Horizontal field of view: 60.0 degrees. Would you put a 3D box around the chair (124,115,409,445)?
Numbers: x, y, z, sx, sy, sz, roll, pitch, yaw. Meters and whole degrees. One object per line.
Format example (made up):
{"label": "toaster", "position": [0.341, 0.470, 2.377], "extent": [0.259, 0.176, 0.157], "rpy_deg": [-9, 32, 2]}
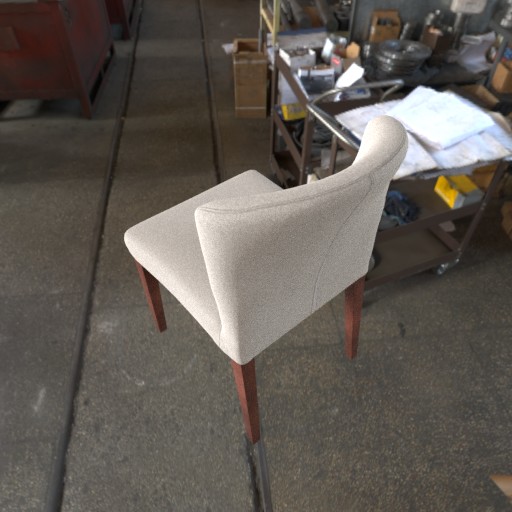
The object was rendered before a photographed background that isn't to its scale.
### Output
{"label": "chair", "position": [0.000, 0.000, 1.171], "extent": [0.491, 0.839, 0.592], "rpy_deg": [-32, 53, -27]}
